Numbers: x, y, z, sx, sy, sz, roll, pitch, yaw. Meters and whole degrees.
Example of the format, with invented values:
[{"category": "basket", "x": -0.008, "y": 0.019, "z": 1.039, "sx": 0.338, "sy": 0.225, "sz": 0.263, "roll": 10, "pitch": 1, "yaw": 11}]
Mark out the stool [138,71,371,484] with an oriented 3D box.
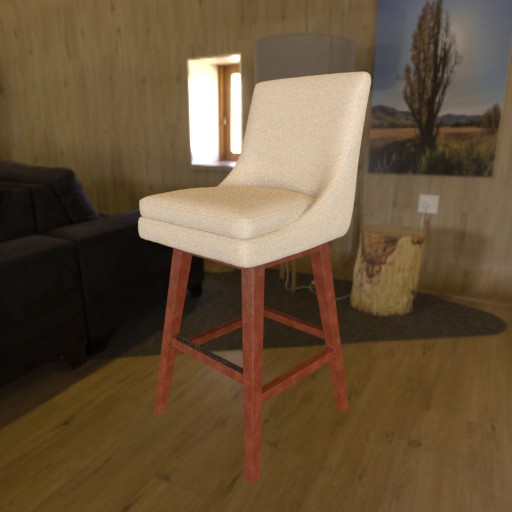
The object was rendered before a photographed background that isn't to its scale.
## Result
[{"category": "stool", "x": 0.000, "y": 0.000, "z": 1.389, "sx": 0.470, "sy": 1.092, "sz": 0.559, "roll": 15, "pitch": 21, "yaw": 42}]
